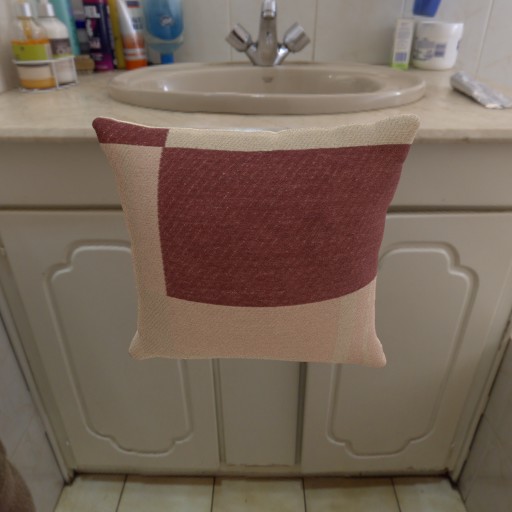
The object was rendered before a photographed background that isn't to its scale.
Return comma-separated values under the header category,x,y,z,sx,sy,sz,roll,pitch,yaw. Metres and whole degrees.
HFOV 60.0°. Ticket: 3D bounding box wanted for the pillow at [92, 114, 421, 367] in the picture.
category,x,y,z,sx,sy,sz,roll,pitch,yaw
pillow,0.000,0.000,0.805,0.536,0.506,0.229,1,30,2
